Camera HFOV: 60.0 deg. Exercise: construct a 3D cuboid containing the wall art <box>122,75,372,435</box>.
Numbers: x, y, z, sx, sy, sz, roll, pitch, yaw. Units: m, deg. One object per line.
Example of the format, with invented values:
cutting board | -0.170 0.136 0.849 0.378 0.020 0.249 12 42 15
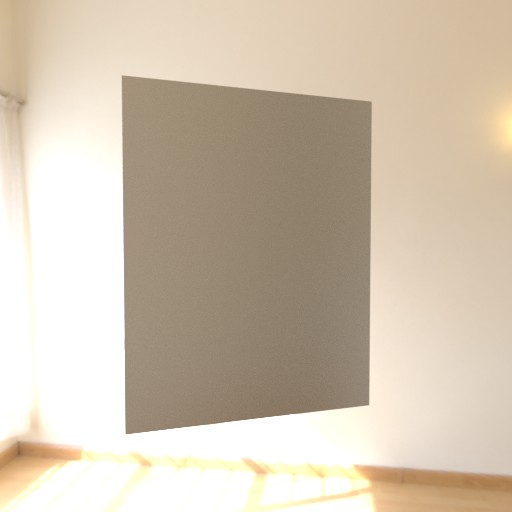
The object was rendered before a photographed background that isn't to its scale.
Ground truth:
wall art | 0.000 0.000 1.423 0.816 1.046 0.030 -1 2 -17
